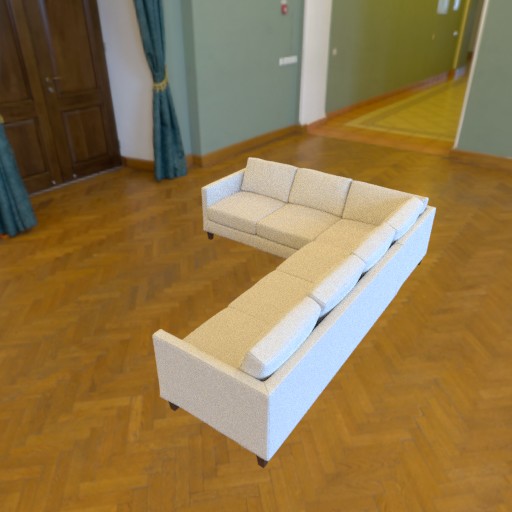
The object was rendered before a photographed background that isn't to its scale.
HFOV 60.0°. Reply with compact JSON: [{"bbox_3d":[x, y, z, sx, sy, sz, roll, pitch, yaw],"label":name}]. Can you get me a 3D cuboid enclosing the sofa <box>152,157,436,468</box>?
[{"bbox_3d":[0.000,0.000,4.262,2.432,0.863,3.182,19,35,30],"label":"sofa"}]
